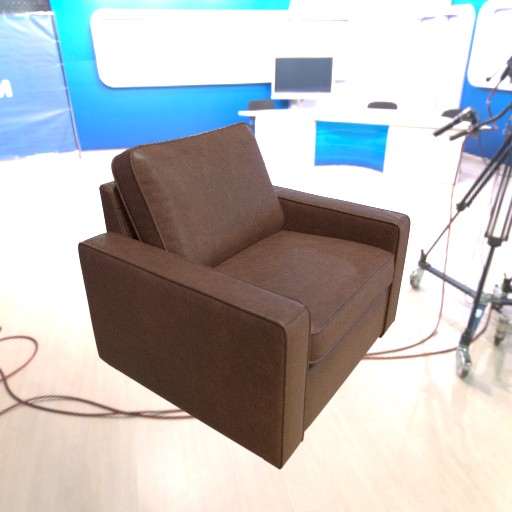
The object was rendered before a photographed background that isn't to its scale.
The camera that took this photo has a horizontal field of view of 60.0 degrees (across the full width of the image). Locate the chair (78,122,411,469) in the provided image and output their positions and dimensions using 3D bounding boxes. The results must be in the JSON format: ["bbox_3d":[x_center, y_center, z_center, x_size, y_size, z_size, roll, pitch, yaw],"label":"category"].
[{"bbox_3d":[0.000,0.000,1.792,0.940,0.919,1.017,18,32,32],"label":"chair"}]
